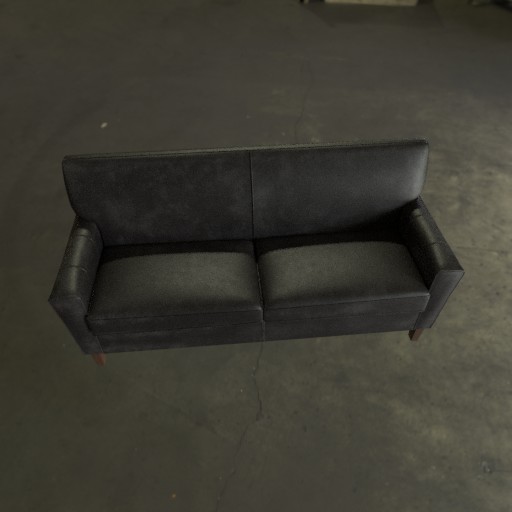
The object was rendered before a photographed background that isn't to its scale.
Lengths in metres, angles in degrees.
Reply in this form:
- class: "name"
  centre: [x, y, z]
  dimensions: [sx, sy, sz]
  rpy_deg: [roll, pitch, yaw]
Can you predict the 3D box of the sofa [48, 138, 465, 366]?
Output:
- class: "sofa"
  centre: [0.000, 0.000, 2.522]
  dimensions: [2.053, 0.947, 0.805]
  rpy_deg: [-4, 46, -4]
